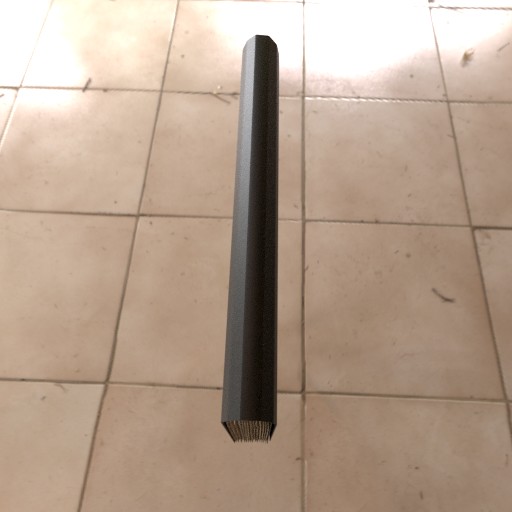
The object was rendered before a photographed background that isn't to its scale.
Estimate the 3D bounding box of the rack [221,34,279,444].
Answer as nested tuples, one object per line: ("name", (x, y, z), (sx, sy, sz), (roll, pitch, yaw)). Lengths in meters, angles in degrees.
("rack", (0.000, 0.000, 0.439), (0.041, 0.241, 0.330), (1, 64, 1))
